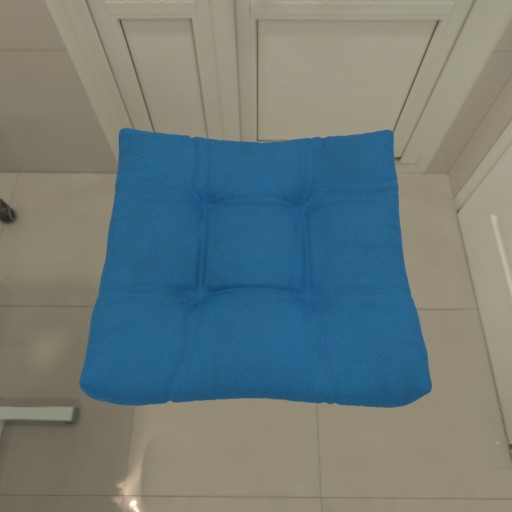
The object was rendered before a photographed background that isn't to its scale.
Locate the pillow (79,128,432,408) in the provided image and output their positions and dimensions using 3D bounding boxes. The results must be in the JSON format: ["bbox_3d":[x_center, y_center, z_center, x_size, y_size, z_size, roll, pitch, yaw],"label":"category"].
[{"bbox_3d":[0.000,0.000,0.722,0.490,0.128,0.468,0,64,0],"label":"pillow"}]
